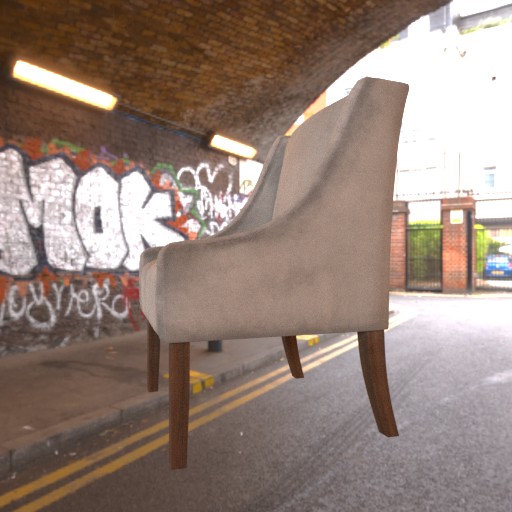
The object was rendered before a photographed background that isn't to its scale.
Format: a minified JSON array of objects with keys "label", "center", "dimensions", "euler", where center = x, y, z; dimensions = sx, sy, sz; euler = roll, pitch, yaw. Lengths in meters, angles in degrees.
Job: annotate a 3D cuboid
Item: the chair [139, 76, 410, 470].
[{"label":"chair","center":[0.000,0.000,1.301],"dimensions":[0.629,0.895,0.629],"euler":[0,0,-18]}]
